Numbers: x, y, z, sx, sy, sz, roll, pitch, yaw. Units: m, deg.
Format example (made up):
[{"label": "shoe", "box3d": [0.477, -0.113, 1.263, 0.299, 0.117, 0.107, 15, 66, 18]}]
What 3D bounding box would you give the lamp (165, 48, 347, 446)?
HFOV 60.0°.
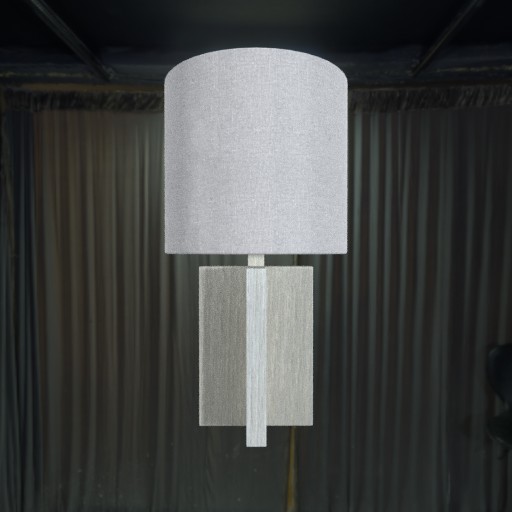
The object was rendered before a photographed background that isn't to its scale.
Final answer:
[{"label": "lamp", "box3d": [0.000, 0.000, 0.568, 0.229, 0.428, 0.229, 0, 1, 0]}]
